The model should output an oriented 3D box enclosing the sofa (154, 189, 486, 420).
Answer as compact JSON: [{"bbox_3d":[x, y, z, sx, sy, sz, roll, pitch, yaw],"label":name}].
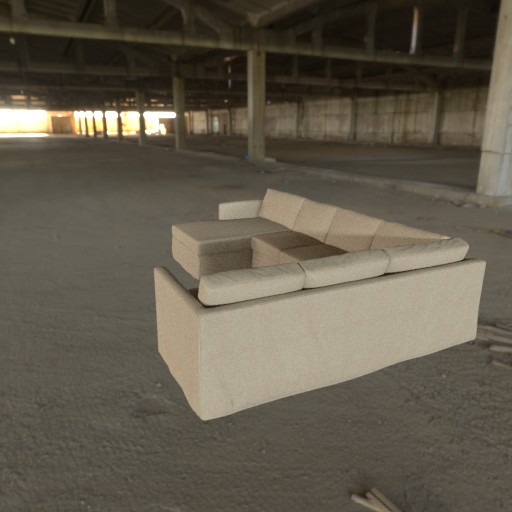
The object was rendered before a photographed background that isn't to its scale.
[{"bbox_3d":[0.000,0.000,4.565,2.476,0.878,3.528,-8,18,-25],"label":"sofa"}]
